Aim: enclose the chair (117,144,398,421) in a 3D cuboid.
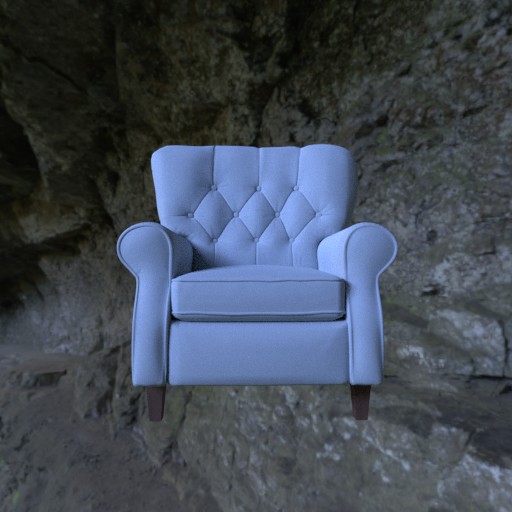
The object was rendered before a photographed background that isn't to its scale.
[{"bbox_3d":[0.000,0.000,2.071,1.090,1.217,1.128,0,0,-1],"label":"chair"}]
